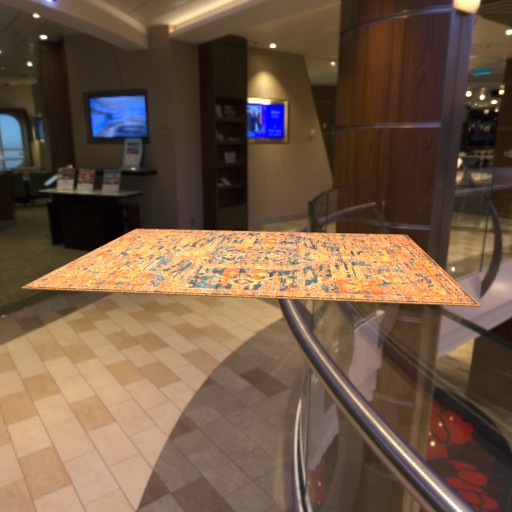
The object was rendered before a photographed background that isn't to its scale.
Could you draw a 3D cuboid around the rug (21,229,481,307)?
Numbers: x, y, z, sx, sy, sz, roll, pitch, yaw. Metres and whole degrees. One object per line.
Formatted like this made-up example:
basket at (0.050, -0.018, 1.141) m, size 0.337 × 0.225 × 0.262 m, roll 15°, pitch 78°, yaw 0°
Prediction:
rug at (0.000, 0.000, 3.764) m, size 2.916 × 0.019 × 2.043 m, roll 2°, pitch 15°, yaw 6°
